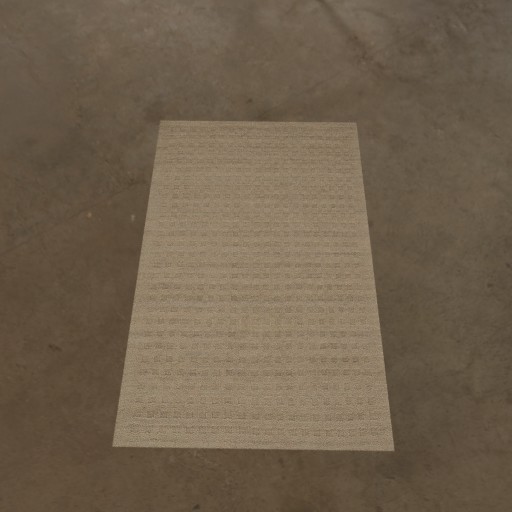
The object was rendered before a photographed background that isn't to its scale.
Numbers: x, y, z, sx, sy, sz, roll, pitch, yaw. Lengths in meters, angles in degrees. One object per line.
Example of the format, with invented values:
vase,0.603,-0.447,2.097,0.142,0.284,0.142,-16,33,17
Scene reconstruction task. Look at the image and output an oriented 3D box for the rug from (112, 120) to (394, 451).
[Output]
rug,0.000,0.000,2.191,1.142,0.006,1.752,1,63,0
